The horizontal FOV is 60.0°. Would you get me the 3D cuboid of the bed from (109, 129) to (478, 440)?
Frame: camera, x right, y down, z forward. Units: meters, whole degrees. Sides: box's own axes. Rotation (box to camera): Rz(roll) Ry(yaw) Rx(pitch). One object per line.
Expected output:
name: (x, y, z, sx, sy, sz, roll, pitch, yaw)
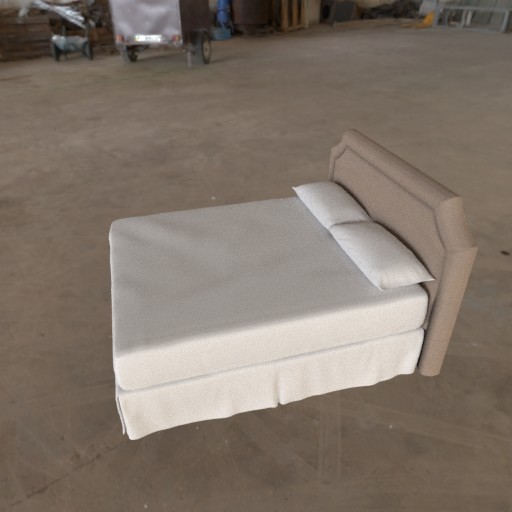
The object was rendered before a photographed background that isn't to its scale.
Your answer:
bed: (0.000, 0.000, 3.244, 2.164, 1.303, 1.828, -9, 34, -13)
